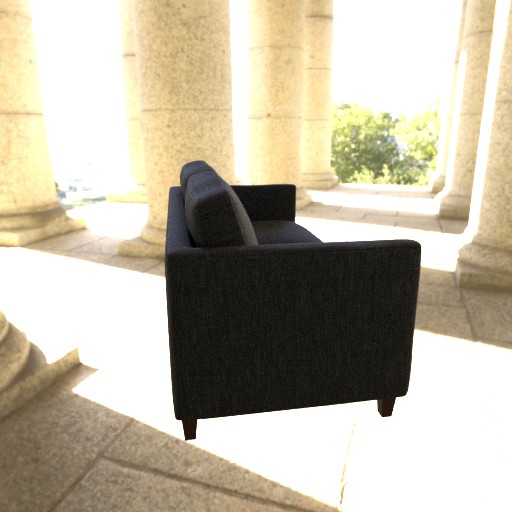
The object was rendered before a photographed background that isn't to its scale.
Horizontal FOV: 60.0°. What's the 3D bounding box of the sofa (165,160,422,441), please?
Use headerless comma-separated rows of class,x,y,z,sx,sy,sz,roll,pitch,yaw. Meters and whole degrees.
sofa,0.000,0.000,2.461,0.950,0.963,1.884,-3,16,-10
